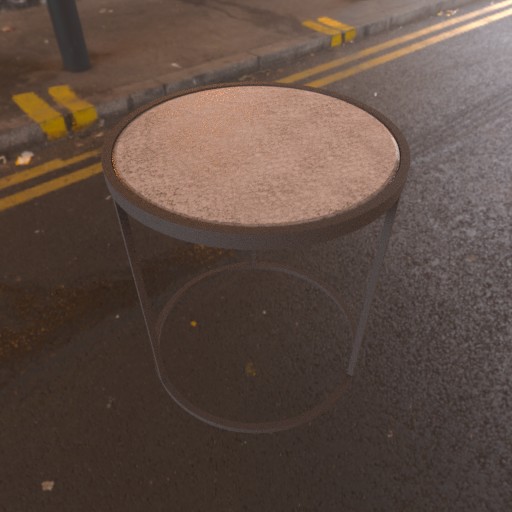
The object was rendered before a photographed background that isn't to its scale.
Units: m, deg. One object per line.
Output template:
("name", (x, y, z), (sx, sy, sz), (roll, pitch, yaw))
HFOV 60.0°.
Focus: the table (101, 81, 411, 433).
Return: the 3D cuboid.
("table", (0.000, 0.000, 0.861), (0.470, 0.498, 0.470), (0, 42, 0))
